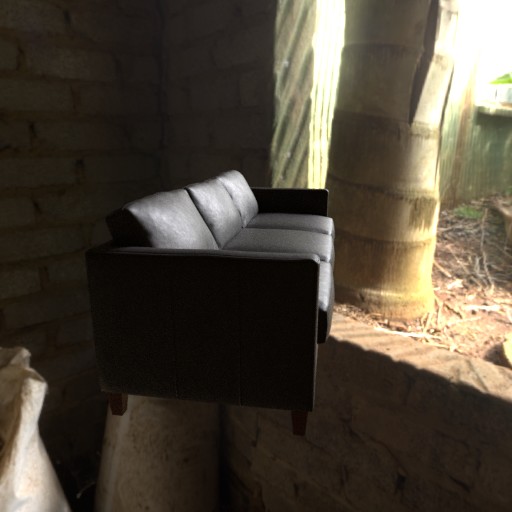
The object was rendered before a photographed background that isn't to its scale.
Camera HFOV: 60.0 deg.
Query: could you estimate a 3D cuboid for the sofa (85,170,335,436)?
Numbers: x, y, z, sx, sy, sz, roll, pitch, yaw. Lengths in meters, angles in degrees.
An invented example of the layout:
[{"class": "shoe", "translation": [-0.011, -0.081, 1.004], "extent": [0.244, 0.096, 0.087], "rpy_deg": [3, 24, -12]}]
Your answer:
[{"class": "sofa", "translation": [0.000, 0.000, 2.992], "extent": [1.045, 1.006, 2.464], "rpy_deg": [3, 15, 9]}]
